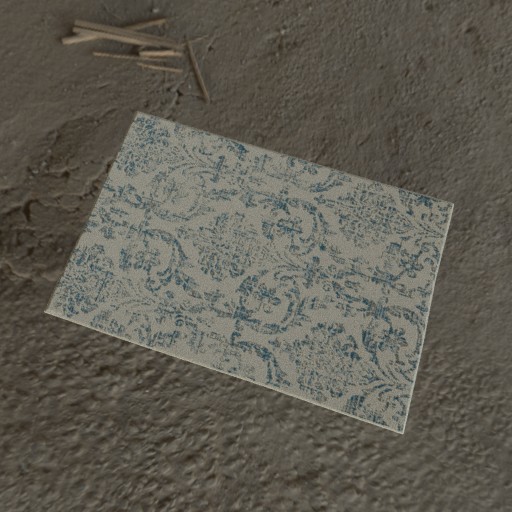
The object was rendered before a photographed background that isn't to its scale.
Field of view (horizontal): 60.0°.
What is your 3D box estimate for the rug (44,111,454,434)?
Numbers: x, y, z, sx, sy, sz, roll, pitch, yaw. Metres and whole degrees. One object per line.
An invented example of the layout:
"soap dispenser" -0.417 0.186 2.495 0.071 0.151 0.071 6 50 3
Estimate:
"rug" 0.000 0.000 2.289 1.831 0.012 1.213 17 75 5
